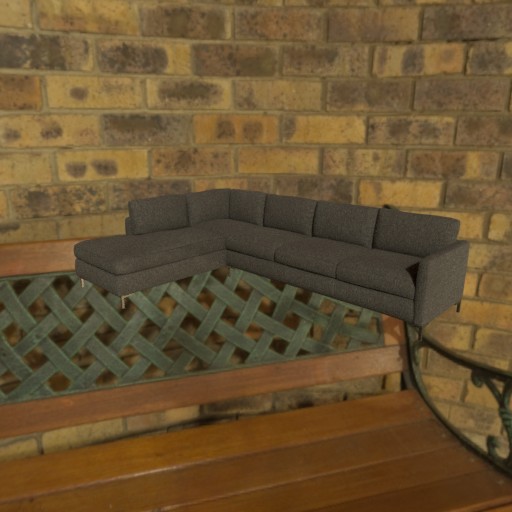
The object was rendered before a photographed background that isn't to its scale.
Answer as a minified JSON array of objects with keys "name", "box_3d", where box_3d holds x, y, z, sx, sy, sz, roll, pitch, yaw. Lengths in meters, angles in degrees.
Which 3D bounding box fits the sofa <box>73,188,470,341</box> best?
[{"name":"sofa","box_3d":[0.000,0.000,3.902,2.949,0.815,2.007,15,22,42]}]
